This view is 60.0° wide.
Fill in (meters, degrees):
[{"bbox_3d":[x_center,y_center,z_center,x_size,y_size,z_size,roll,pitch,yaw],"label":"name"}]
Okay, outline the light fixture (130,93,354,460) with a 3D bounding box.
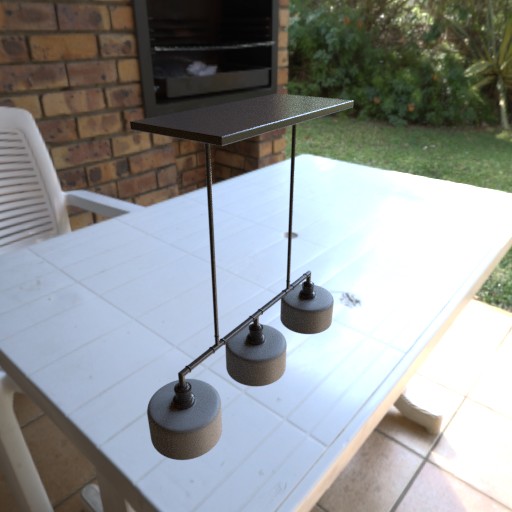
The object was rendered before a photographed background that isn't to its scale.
[{"bbox_3d":[0.000,0.000,0.878,0.177,0.557,0.582,18,32,32],"label":"light fixture"}]
